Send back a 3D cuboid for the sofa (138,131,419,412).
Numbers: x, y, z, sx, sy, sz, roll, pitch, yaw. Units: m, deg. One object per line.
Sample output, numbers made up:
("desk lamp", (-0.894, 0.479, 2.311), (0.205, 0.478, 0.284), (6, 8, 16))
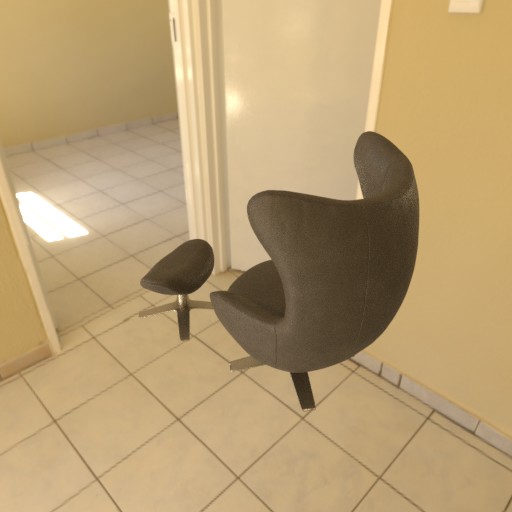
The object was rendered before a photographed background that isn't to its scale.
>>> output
("sofa", (0.000, 0.000, 2.146), (1.444, 1.135, 0.894), (21, 37, 30))
